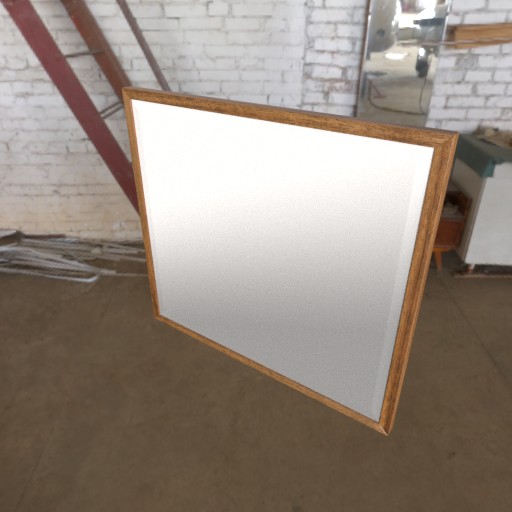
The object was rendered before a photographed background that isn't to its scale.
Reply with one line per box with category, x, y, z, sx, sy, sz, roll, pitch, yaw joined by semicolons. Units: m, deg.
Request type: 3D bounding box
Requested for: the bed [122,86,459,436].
bed;0.000;0.000;1.432;1.041;0.940;0.043;19;35;30
